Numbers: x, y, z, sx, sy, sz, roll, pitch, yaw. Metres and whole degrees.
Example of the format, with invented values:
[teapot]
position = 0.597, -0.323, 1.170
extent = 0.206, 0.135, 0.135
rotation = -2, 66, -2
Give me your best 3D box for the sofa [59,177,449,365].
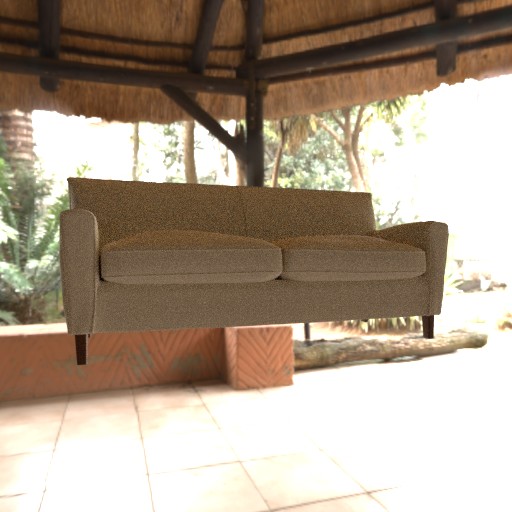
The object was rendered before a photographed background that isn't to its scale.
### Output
[sofa]
position = 0.000, 0.000, 2.471
extent = 2.001, 0.907, 0.841
rotation = 0, 0, -19
